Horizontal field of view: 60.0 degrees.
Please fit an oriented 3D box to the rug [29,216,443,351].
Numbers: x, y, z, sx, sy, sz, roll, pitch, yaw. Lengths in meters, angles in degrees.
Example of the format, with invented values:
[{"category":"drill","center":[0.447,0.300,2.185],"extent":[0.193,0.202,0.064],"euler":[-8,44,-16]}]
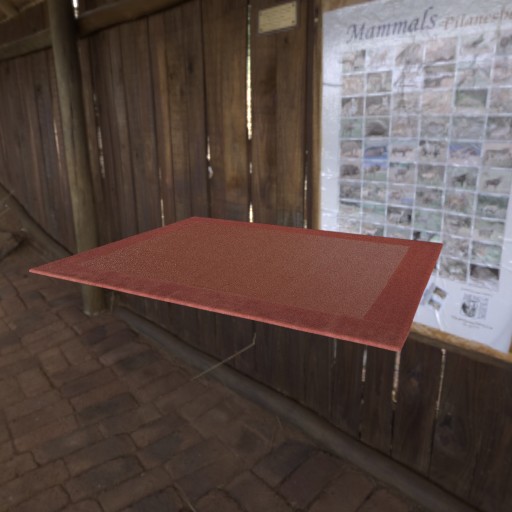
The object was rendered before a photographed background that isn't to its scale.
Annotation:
[{"category":"rug","center":[0.000,0.000,4.035],"extent":[2.976,0.018,2.430],"euler":[8,19,25]}]
